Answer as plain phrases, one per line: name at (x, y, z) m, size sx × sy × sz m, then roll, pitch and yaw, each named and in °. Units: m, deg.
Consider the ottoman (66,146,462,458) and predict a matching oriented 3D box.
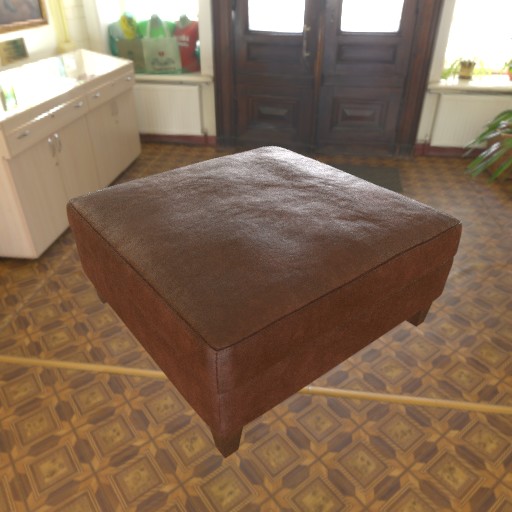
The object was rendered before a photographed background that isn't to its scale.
ottoman at (0.000, 0.000, 1.337) m, size 0.844 × 0.415 × 0.836 m, roll -23°, pitch 39°, yaw -31°
